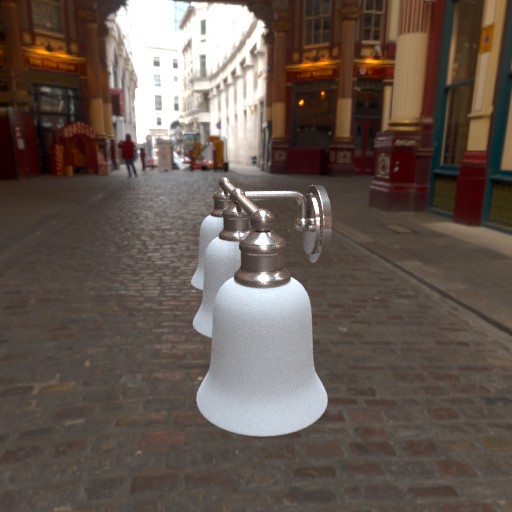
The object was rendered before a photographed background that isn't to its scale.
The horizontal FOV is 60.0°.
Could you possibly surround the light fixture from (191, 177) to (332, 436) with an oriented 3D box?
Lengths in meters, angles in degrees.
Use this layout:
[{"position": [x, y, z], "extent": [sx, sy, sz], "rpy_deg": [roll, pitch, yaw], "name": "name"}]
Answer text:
[{"position": [0.000, 0.000, 0.675], "extent": [0.198, 0.211, 0.570], "rpy_deg": [-2, 15, -9], "name": "light fixture"}]
